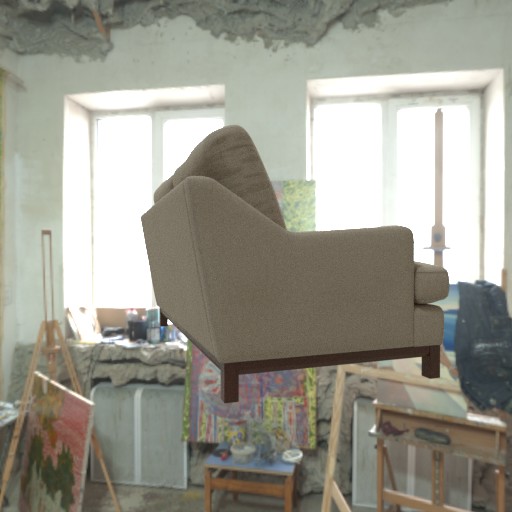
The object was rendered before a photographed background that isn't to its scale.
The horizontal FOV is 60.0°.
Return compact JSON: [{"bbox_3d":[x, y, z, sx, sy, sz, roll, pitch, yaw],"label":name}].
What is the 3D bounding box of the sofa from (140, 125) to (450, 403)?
[{"bbox_3d":[0.000,0.000,2.247,1.004,0.910,1.619,0,1,-20],"label":"sofa"}]
